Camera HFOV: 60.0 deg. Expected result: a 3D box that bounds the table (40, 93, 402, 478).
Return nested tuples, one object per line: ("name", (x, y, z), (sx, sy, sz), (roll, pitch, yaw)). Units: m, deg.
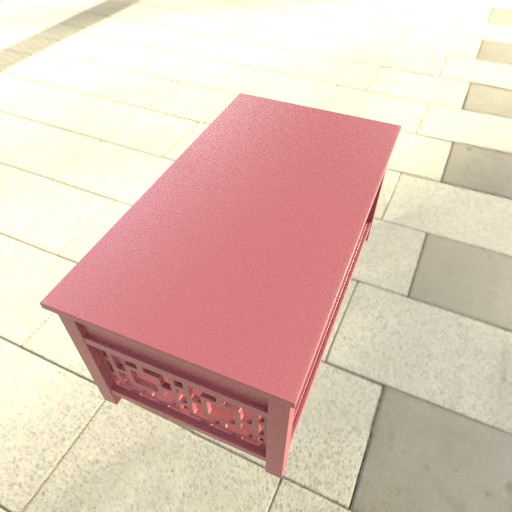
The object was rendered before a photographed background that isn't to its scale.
("table", (0.000, 0.000, 1.416), (0.612, 0.493, 1.068), (17, 49, 16))
